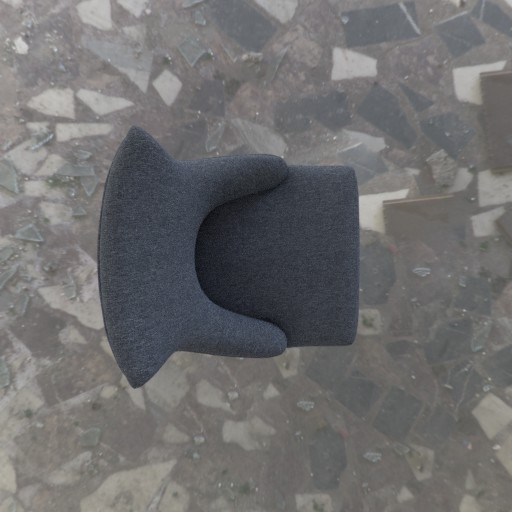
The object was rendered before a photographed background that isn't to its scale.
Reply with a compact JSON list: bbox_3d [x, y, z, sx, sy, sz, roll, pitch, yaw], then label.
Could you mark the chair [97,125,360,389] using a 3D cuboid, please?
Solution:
[{"bbox_3d":[0.000,0.000,1.300,0.629,0.909,0.566,0,90,0],"label":"chair"}]
